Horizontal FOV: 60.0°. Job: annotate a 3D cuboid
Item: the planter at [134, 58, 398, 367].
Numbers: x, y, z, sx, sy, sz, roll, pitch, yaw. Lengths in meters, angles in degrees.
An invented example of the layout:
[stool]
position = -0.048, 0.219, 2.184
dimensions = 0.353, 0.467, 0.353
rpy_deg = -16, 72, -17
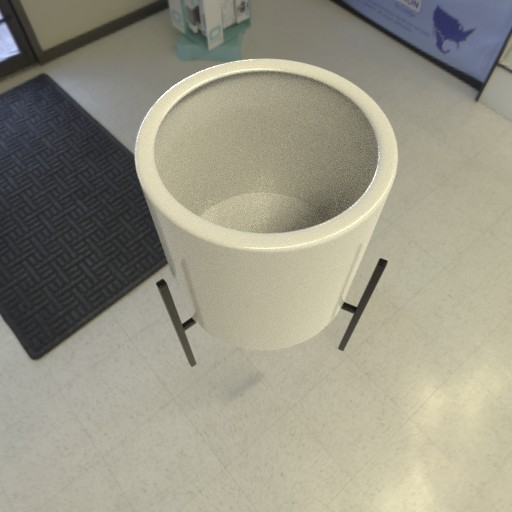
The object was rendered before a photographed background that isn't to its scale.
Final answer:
[planter]
position = 0.000, 0.000, 0.516
dimensions = 0.239, 0.356, 0.239
rpy_deg = -34, 64, -18
